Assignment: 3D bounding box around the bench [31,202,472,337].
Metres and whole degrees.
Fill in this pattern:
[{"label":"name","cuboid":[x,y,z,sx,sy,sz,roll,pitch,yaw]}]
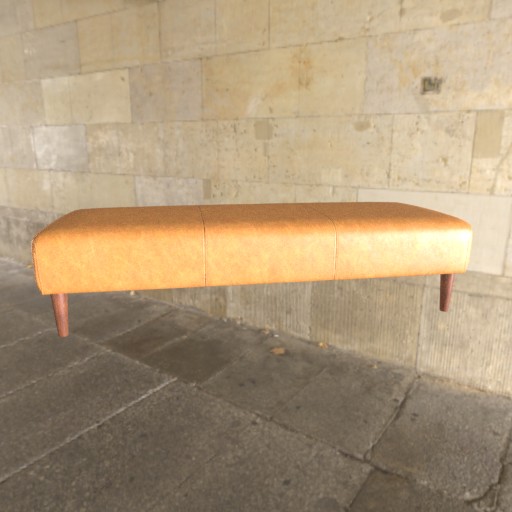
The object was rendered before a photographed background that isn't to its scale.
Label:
[{"label":"bench","cuboid":[0.000,0.000,1.900,1.610,0.399,0.653,-2,14,-9]}]
